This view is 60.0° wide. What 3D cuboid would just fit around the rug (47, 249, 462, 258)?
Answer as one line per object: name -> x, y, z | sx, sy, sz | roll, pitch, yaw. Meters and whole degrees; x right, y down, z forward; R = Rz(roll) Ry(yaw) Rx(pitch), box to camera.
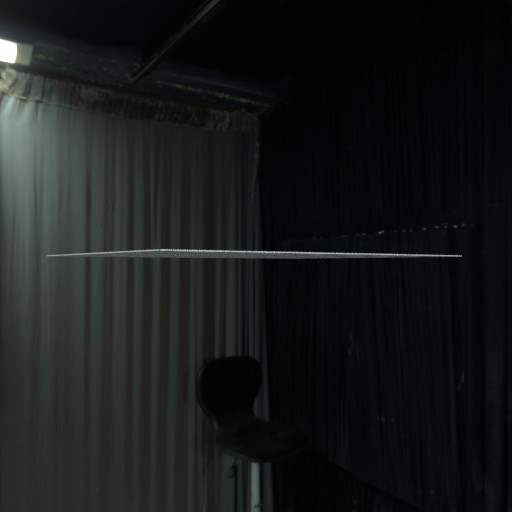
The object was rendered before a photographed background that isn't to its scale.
rug -> 0.000, 0.000, 4.098 | 3.061, 0.010, 2.330 | 1, -1, -38
